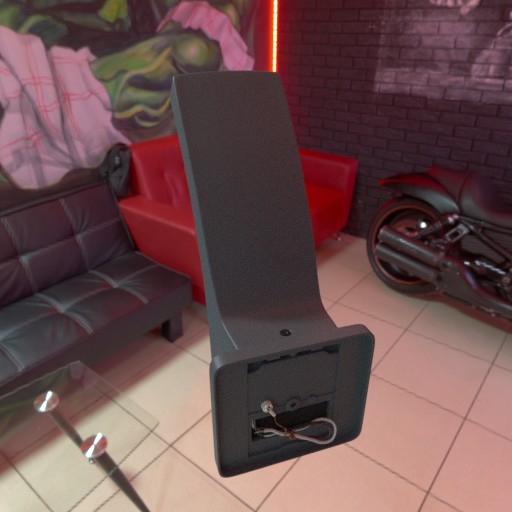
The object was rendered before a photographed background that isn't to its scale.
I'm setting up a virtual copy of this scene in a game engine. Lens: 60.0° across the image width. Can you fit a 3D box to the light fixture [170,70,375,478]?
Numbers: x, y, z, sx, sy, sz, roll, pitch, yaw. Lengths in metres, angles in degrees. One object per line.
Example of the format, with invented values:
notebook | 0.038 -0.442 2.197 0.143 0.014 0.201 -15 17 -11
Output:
light fixture | 0.000 0.000 0.327 0.108 0.243 0.174 -9 29 -16
